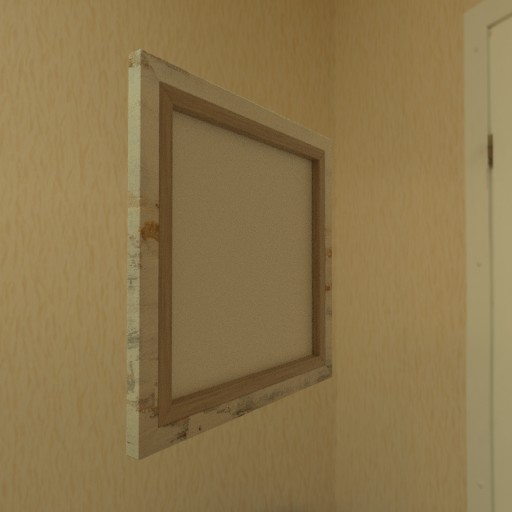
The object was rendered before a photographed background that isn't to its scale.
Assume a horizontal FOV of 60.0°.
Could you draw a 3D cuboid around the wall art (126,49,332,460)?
[{"bbox_3d":[0.000,0.000,1.123,0.038,0.755,0.753,-1,-1,37],"label":"wall art"}]
